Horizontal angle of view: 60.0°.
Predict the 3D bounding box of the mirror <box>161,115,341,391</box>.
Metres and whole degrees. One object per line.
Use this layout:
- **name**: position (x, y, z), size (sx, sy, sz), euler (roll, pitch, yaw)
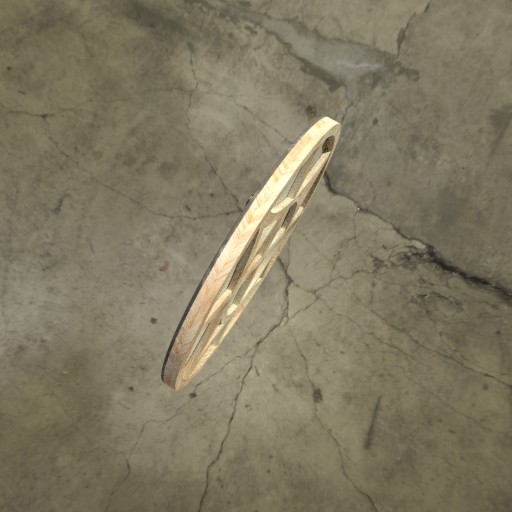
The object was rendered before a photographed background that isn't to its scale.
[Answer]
- **mirror**: position (0.000, 0.000, 1.068), size (0.038, 0.710, 0.710), euler (32, 79, 7)
